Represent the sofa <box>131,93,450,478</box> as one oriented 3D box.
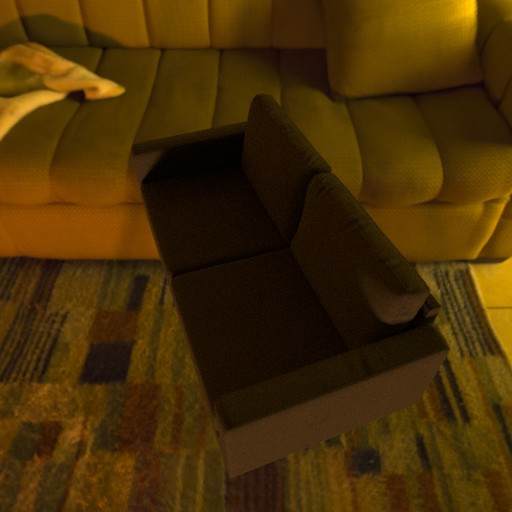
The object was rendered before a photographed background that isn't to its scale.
[{"bbox_3d":[0.000,0.000,2.205,0.889,0.897,1.730,-16,49,-14],"label":"sofa"}]
